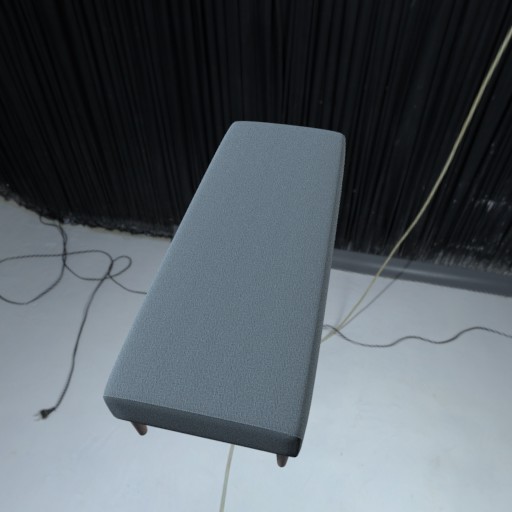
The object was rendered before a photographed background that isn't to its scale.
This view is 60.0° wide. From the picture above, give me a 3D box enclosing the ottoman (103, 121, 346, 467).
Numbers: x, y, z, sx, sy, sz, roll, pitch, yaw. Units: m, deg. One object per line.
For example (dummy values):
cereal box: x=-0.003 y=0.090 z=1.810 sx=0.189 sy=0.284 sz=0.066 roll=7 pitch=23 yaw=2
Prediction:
ottoman: x=0.000 y=0.000 z=1.928 sx=0.646 sy=0.393 sz=1.609 roll=9 pitch=48 yaw=8
